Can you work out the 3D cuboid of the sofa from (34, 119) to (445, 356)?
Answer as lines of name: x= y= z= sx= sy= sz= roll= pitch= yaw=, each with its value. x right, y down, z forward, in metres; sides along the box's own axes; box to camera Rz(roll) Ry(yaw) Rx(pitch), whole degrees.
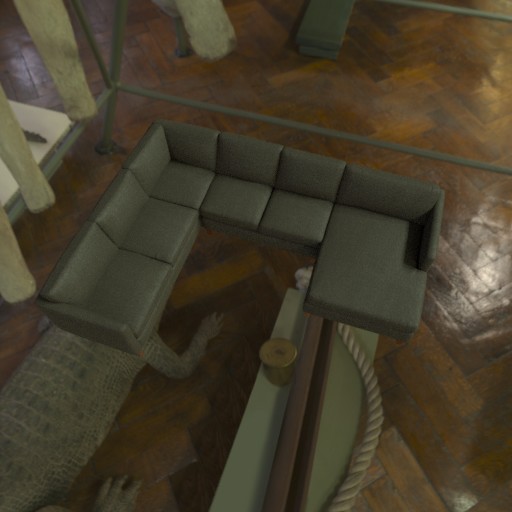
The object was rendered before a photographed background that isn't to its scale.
sofa: x=0.000 y=0.000 z=4.592 sx=3.460 sy=0.961 sz=2.594 roll=16 pitch=59 yaw=10
